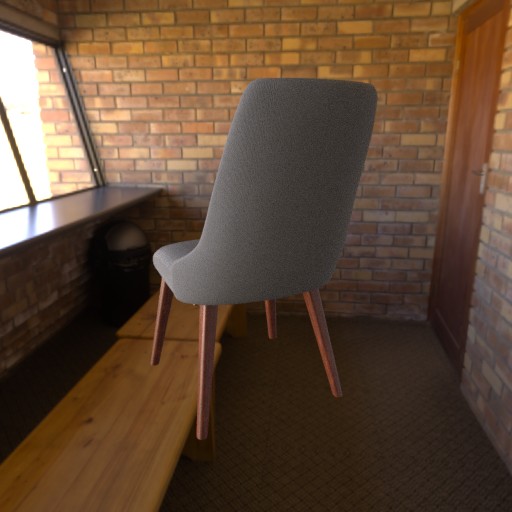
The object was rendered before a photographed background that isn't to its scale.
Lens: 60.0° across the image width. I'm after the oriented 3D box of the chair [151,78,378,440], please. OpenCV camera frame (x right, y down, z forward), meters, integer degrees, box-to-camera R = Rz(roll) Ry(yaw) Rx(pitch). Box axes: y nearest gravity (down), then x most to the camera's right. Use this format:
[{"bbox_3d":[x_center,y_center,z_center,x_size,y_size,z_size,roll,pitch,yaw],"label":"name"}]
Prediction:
[{"bbox_3d":[0.000,0.000,1.325,0.535,0.918,0.707,-7,17,-25],"label":"chair"}]
